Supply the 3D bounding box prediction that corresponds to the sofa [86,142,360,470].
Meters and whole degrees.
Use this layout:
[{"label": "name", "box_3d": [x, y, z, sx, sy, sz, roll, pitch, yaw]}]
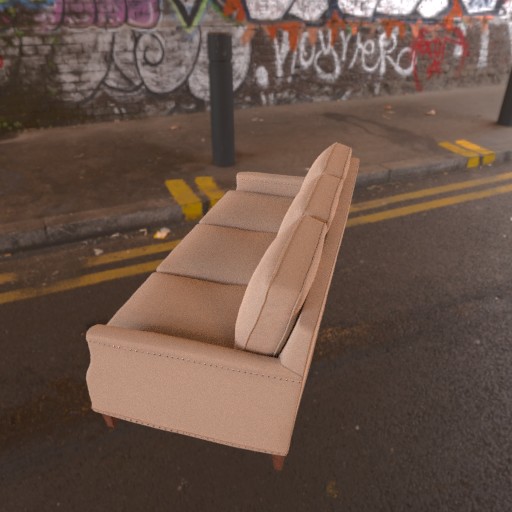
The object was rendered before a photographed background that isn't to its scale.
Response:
[{"label": "sofa", "box_3d": [0.000, 0.000, 2.824, 1.084, 1.003, 2.246, 8, 31, 14]}]
